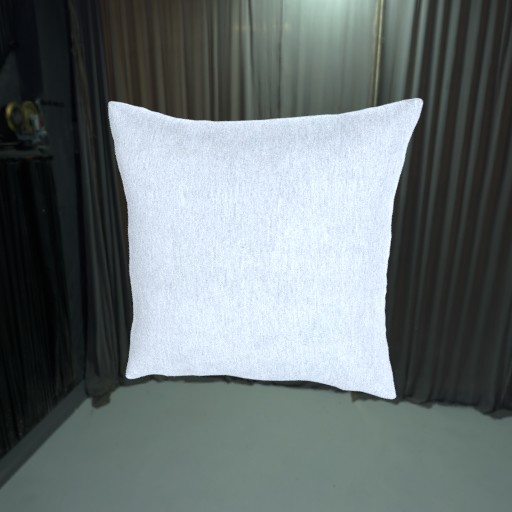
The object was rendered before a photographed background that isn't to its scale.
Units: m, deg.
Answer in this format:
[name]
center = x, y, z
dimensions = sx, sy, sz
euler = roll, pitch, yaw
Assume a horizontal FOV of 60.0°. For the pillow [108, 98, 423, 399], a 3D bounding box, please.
[pillow]
center = 0.000, 0.000, 0.654
dimensions = 0.433, 0.436, 0.173
euler = 2, 16, 8
